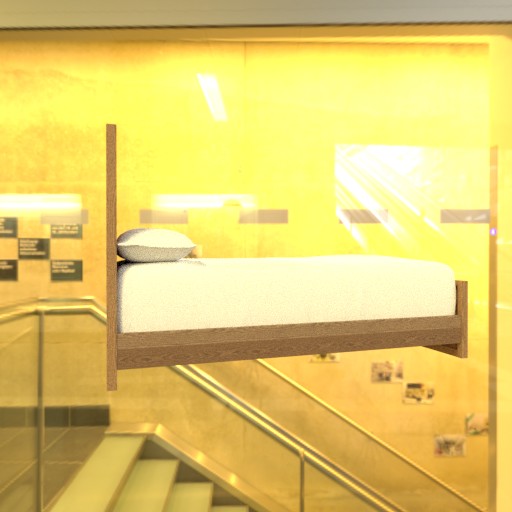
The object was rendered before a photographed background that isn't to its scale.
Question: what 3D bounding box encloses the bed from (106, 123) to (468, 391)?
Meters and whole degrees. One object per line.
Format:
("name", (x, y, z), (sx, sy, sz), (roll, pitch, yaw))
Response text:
("bed", (0.000, 0.000, 3.438), (2.184, 1.295, 2.013), (0, 0, -18))
